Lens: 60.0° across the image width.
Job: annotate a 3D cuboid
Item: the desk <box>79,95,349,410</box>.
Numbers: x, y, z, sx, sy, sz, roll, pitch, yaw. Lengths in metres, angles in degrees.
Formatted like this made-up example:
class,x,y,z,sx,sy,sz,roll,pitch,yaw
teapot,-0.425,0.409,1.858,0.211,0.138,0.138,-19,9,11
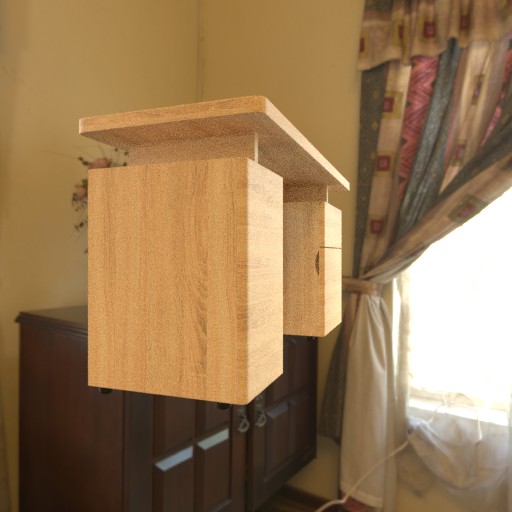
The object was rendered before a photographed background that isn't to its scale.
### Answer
class,x,y,z,sx,sy,sz,roll,pitch,yaw
desk,0.000,0.000,1.786,0.550,0.760,1.400,0,0,20
